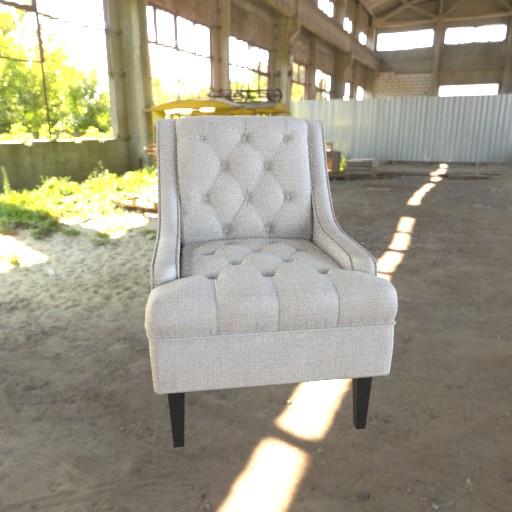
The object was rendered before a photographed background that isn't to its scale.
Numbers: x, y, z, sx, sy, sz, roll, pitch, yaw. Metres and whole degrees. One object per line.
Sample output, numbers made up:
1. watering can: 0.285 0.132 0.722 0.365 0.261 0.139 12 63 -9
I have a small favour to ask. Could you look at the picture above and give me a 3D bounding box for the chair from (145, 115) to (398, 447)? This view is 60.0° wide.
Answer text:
1. chair: 0.000 0.000 1.432 0.658 0.891 0.772 -2 16 -8
